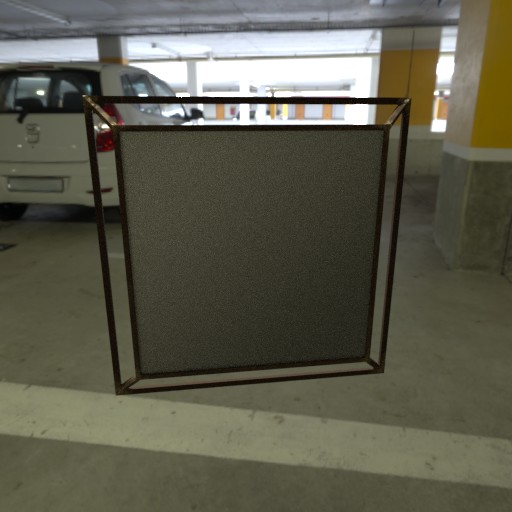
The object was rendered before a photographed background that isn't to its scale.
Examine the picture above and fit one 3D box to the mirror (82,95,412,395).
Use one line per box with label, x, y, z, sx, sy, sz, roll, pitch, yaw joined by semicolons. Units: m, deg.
mirror;0.000;0.000;0.900;0.610;0.610;0.032;-3;18;-8
